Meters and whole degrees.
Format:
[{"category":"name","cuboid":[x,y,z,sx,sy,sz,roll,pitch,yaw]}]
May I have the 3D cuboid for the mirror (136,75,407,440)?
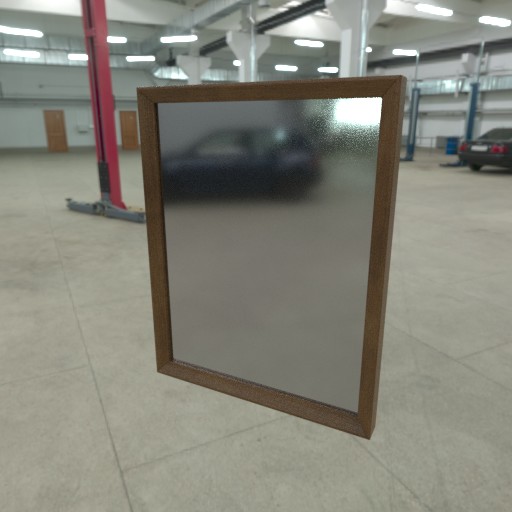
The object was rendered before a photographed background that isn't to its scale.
[{"category":"mirror","cuboid":[0.000,0.000,0.697,0.406,0.509,0.041,9,19,27]}]
